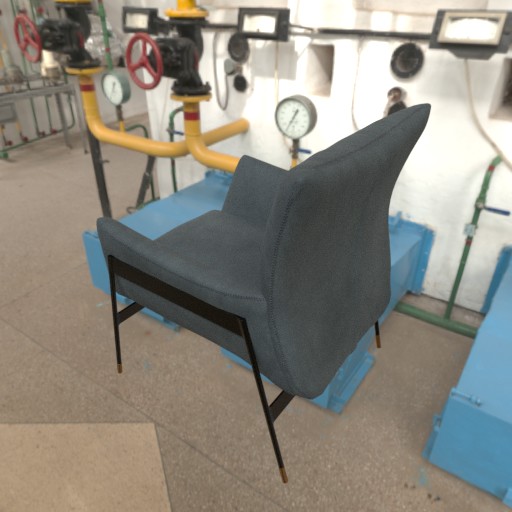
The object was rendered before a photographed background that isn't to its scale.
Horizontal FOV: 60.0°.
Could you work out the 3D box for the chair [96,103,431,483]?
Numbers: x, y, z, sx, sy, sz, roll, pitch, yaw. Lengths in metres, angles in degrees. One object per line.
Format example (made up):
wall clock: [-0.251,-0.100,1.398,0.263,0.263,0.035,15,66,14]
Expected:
chair: [0.000,0.000,1.329,0.709,0.858,0.678,21,37,30]
